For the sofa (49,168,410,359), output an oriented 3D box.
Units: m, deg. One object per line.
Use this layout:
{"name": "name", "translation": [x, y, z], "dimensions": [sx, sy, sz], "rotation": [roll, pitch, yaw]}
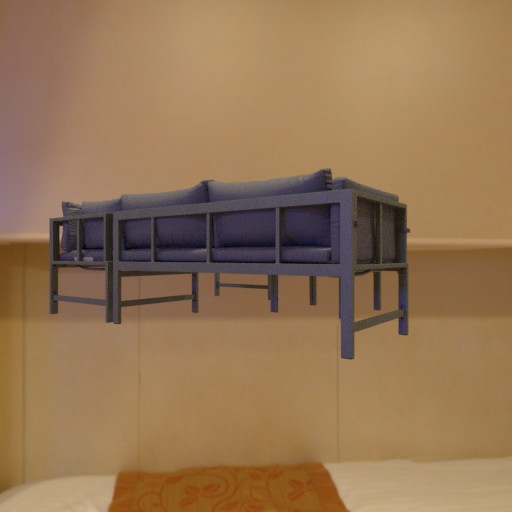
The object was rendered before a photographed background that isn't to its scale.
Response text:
{"name": "sofa", "translation": [0.000, 0.000, 2.929], "dimensions": [2.149, 0.762, 1.658], "rotation": [0, 0, 37]}
